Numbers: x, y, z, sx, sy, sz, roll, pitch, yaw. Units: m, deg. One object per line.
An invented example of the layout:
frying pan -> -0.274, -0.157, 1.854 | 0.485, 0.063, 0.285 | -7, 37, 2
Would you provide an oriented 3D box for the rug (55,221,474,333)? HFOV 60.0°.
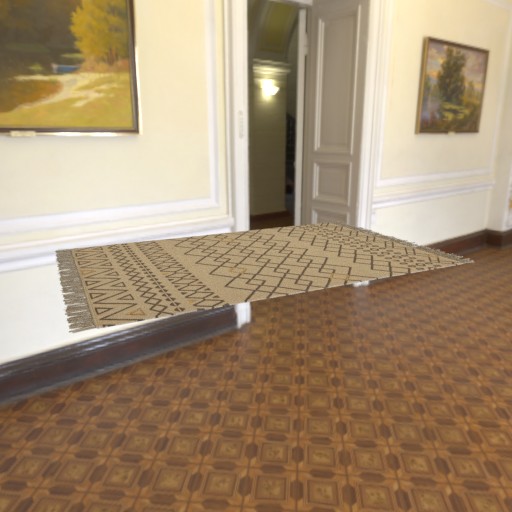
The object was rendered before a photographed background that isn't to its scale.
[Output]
rug -> 0.000, 0.000, 3.014 | 2.472, 0.035, 1.495 | -7, 17, -25
